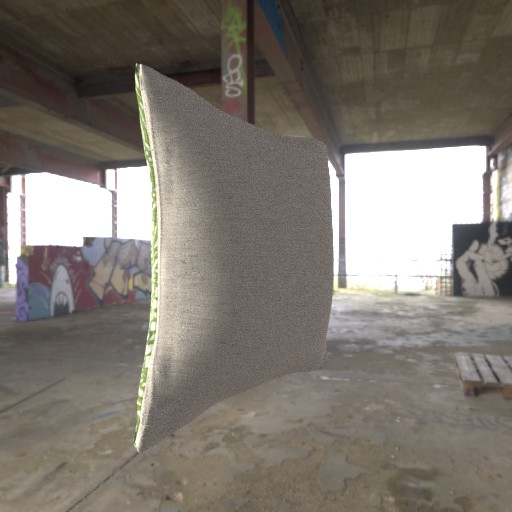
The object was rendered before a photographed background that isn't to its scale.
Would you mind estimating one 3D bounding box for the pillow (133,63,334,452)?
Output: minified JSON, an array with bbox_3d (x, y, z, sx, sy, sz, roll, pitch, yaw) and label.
[{"bbox_3d":[0.000,0.000,0.650,0.162,0.419,0.440,0,1,36],"label":"pillow"}]
